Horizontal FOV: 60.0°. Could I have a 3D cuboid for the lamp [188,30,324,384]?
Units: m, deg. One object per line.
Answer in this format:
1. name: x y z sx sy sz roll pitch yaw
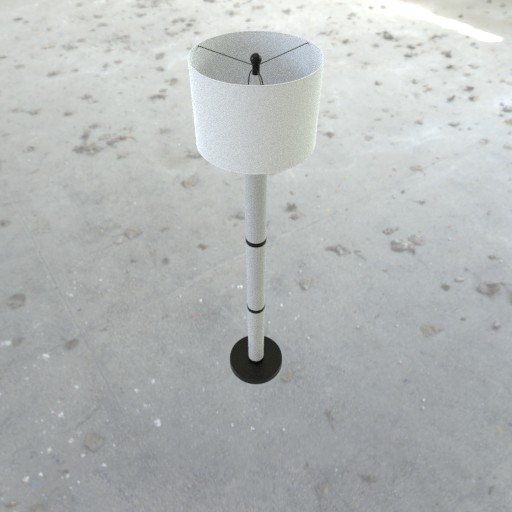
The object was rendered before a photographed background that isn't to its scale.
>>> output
1. lamp: 0.000 0.000 1.789 0.377 1.599 0.377 -26 51 -23
